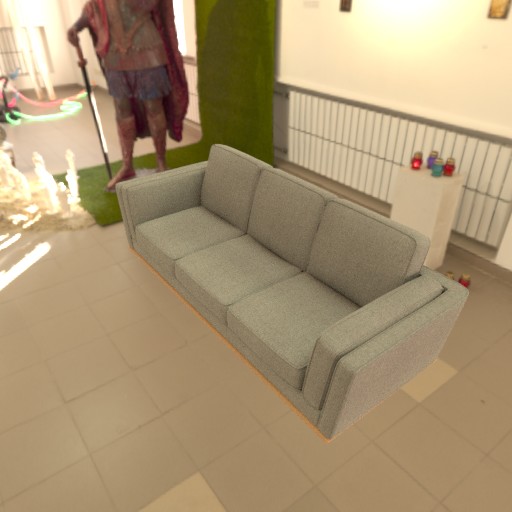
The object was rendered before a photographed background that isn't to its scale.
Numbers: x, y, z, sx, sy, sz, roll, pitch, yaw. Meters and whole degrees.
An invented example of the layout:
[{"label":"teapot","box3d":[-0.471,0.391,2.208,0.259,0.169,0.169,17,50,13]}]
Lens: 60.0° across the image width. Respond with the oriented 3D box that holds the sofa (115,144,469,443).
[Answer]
[{"label":"sofa","box3d":[0.000,0.000,2.840,0.903,0.899,2.362,-22,38,-31]}]
